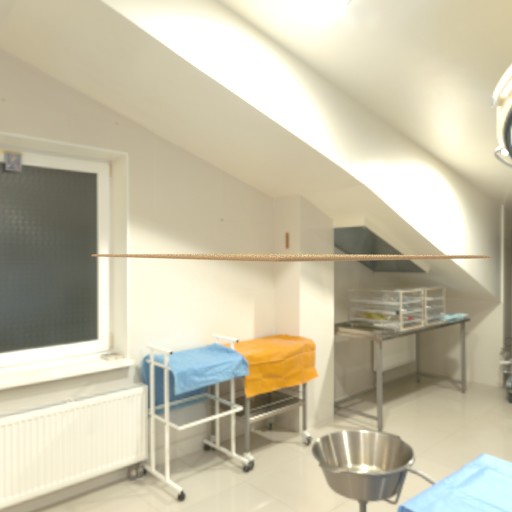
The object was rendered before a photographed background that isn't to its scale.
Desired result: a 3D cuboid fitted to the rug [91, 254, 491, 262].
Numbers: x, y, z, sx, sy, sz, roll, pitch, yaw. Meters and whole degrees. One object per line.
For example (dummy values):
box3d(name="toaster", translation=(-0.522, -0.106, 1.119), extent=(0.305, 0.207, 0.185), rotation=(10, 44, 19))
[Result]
box3d(name="rug", translation=(0.000, 0.000, 2.089), extent=(1.061, 0.012, 1.668), rotation=(0, 1, -36))
